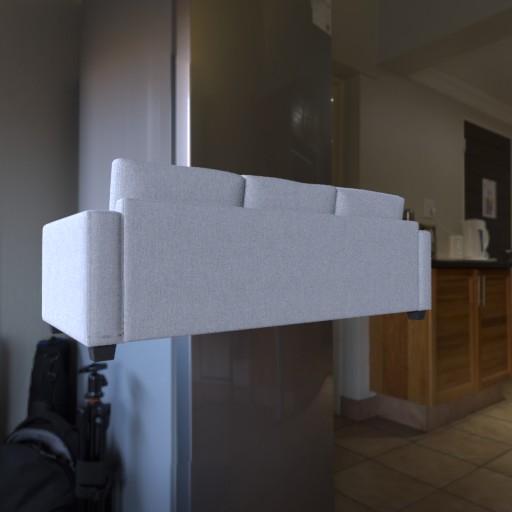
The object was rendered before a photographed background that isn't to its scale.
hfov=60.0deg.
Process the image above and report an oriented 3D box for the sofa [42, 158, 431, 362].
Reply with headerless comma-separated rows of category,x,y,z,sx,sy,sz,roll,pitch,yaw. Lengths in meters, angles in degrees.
sofa,0.000,0.000,2.559,2.120,0.800,0.900,0,-1,-35
